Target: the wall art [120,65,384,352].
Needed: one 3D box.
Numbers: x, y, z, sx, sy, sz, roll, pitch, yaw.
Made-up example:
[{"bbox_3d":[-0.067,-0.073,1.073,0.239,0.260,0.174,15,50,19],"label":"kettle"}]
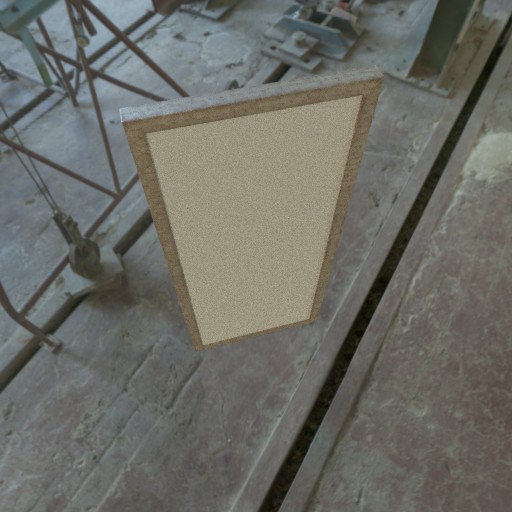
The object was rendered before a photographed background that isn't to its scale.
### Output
[{"bbox_3d":[0.000,0.000,1.683,0.648,1.461,0.051,-13,58,-8],"label":"wall art"}]
